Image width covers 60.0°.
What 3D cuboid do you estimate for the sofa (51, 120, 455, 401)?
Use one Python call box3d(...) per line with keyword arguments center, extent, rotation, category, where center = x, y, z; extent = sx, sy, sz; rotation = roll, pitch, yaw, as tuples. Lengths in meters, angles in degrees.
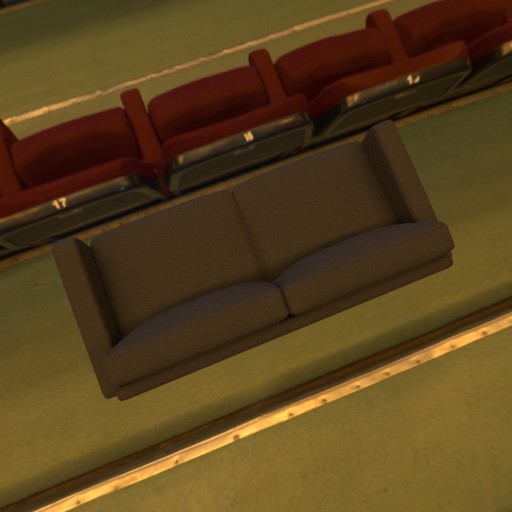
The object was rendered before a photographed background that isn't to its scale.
box3d(center=(0.000, 0.000, 2.332), extent=(1.852, 0.839, 0.898), rotation=(-21, 76, -5), category="sofa")
